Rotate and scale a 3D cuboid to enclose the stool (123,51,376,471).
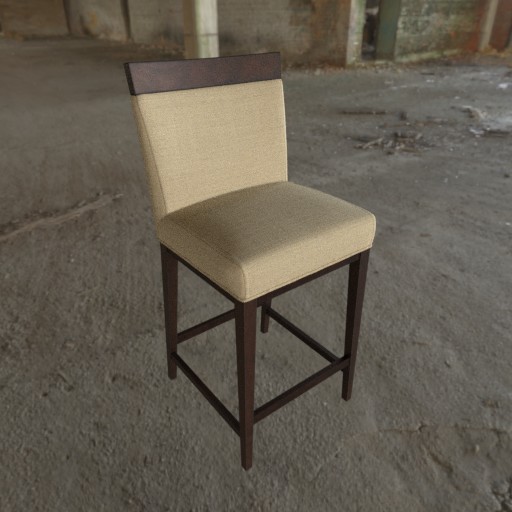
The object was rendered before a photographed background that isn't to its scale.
[{"bbox_3d":[0.000,0.000,1.389,0.511,1.117,0.531,-21,35,-32],"label":"stool"}]
